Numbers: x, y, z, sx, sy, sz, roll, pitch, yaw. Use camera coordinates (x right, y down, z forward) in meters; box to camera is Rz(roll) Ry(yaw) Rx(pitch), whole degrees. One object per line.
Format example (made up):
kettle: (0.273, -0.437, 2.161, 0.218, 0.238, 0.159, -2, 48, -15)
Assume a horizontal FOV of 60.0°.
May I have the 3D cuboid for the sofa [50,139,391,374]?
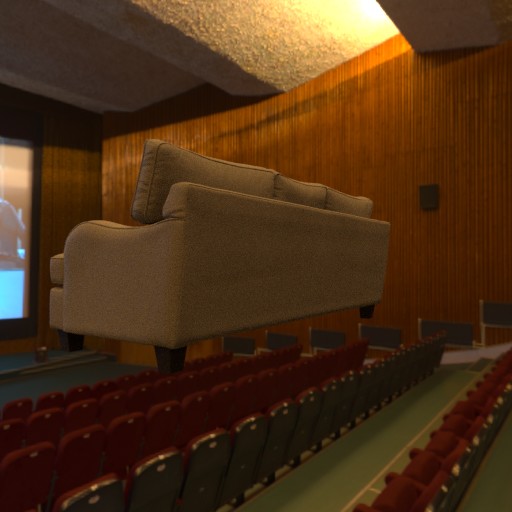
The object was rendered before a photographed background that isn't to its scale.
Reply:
sofa: (0.000, 0.000, 2.918, 1.016, 0.991, 2.323, 0, -1, 36)
